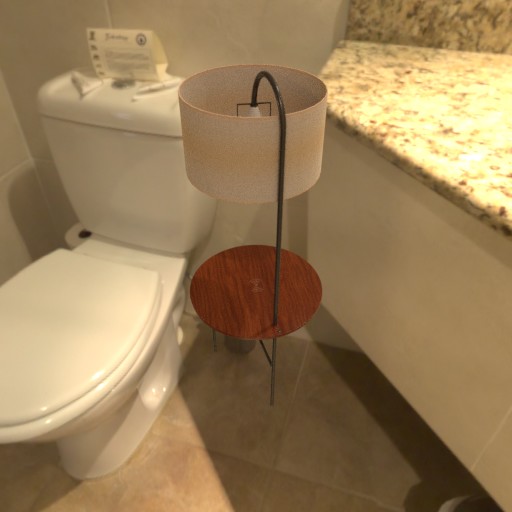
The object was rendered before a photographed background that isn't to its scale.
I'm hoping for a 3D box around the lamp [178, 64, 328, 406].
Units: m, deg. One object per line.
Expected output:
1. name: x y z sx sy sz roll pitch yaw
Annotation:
1. lamp: 0.000 0.000 1.814 0.573 1.517 0.573 0 40 0
